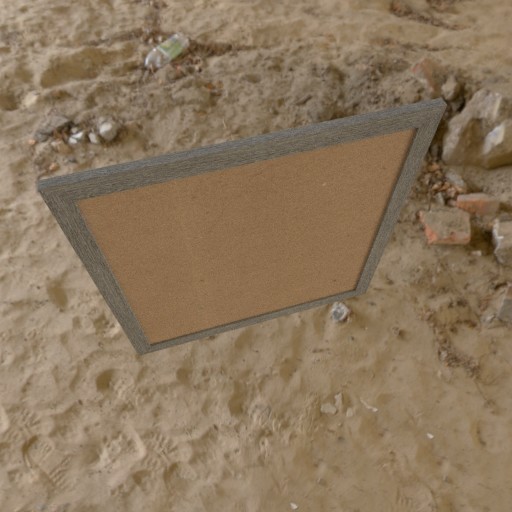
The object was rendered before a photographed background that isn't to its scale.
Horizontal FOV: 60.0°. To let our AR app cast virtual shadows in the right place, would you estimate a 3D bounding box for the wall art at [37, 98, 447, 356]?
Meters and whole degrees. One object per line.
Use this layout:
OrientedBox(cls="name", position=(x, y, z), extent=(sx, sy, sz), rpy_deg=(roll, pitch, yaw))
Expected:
OrientedBox(cls="wall art", position=(0.000, 0.000, 1.004), extent=(0.685, 0.685, 0.020), rpy_deg=(-14, 58, -9))
